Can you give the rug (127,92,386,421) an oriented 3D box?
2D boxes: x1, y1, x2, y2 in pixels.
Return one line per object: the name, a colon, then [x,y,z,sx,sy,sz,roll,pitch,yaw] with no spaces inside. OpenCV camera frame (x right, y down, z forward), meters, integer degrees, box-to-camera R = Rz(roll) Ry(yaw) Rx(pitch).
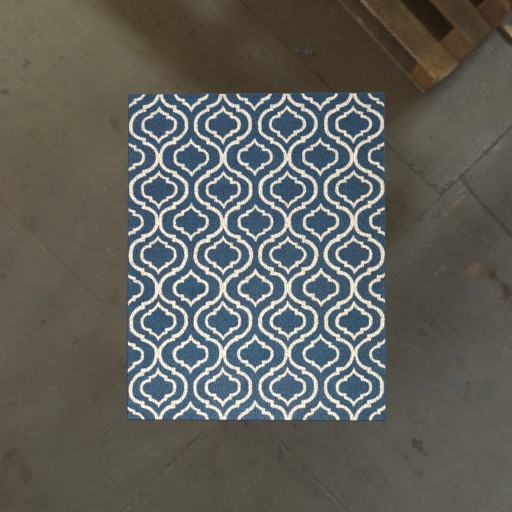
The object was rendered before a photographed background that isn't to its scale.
rug: [0.000,0.000,3.907,2.270,0.020,2.881,0,89,1]
